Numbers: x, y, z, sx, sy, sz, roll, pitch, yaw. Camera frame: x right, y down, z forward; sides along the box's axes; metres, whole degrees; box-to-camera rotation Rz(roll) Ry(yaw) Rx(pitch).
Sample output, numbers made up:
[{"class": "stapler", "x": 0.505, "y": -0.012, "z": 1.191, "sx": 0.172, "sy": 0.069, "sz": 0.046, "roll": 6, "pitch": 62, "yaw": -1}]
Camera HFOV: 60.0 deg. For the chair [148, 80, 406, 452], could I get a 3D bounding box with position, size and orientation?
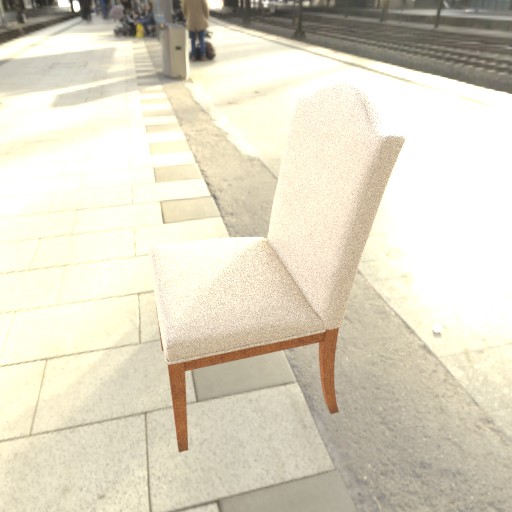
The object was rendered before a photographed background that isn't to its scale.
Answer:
[{"class": "chair", "x": 0.000, "y": 0.000, "z": 1.393, "sx": 0.648, "sy": 1.012, "sz": 0.534, "roll": -9, "pitch": 31, "yaw": -14}]
